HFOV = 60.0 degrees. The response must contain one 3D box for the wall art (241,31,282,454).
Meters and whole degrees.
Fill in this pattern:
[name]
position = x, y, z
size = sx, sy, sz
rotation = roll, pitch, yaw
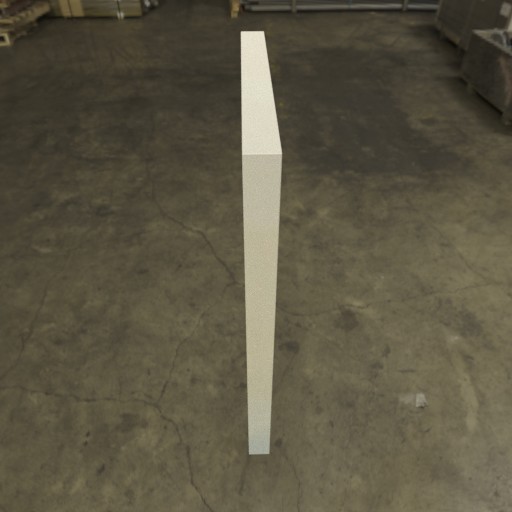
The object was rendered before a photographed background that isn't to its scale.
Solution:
[wall art]
position = 0.000, 0.000, 0.766
size = 0.038, 0.611, 0.408
rotation = -1, 41, -1
